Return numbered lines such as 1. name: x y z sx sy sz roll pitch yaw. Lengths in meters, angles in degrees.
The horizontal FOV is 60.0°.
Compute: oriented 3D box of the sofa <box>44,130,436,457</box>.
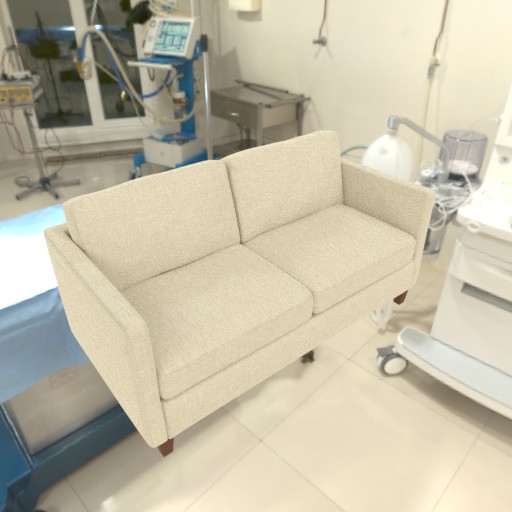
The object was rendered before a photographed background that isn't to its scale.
1. sofa: 0.000 0.000 2.389 1.838 0.963 0.950 -23 39 -32
